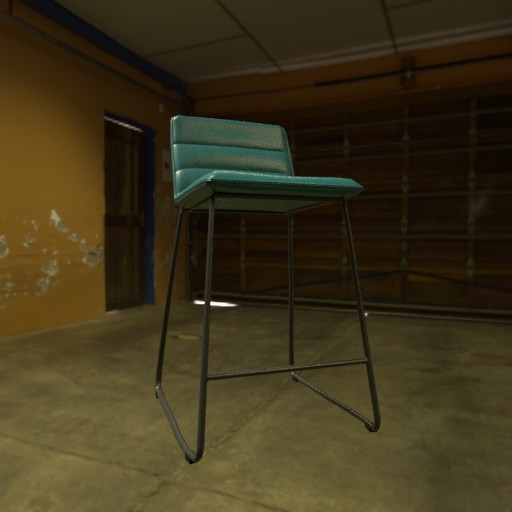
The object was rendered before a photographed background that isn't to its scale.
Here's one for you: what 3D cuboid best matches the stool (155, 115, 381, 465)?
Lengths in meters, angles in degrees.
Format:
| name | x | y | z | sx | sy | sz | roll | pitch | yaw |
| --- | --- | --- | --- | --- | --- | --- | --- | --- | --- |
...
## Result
| name | x | y | z | sx | sy | sz | roll | pitch | yaw |
| --- | --- | --- | --- | --- | --- | --- | --- | --- | --- |
| stool | 0.000 | 0.000 | 1.222 | 0.489 | 0.866 | 0.524 | 0 | 1 | -21 |
